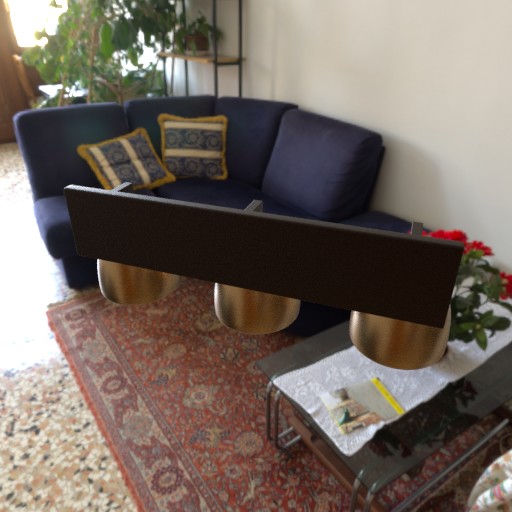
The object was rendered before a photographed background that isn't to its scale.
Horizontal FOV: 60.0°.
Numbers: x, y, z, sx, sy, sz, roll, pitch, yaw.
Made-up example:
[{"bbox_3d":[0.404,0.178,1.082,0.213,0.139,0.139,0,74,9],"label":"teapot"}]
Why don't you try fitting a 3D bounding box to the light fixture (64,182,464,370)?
[{"bbox_3d":[0.000,0.000,0.678,0.582,0.204,0.157,10,31,17],"label":"light fixture"}]
